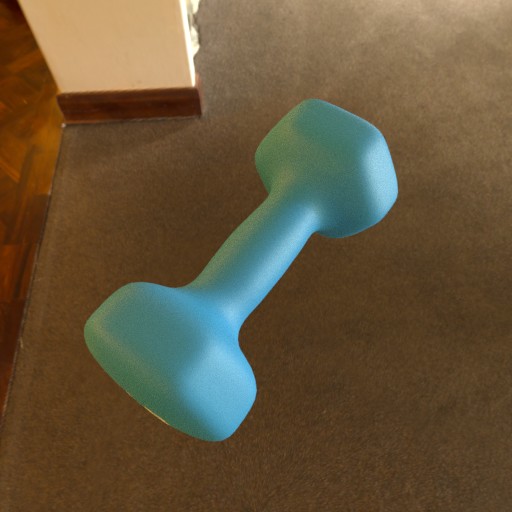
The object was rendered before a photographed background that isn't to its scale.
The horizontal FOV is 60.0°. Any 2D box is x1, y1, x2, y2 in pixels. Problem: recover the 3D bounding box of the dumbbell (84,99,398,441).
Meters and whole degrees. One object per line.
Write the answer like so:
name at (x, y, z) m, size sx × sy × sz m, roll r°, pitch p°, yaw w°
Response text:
dumbbell at (0.000, 0.000, 0.194) m, size 0.074 × 0.066 × 0.152 m, roll 32°, pitch 65°, yaw 17°
